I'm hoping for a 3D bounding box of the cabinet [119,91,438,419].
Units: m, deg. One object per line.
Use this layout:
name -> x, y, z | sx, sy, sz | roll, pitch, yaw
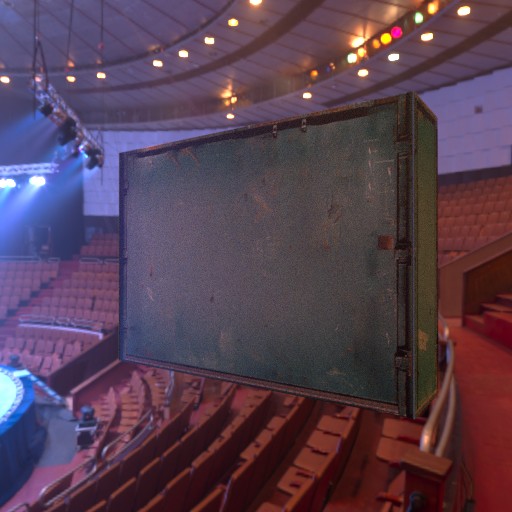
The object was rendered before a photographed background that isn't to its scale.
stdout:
cabinet -> 0.000, 0.000, 4.044 | 3.001, 2.160, 0.680 | 0, 0, 35
